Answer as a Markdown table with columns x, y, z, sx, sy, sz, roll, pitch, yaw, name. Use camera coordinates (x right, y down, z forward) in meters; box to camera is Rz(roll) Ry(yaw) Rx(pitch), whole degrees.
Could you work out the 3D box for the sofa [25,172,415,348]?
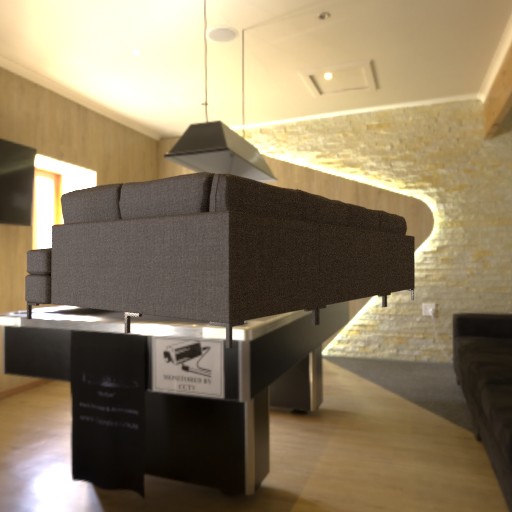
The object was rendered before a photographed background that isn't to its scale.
| x | y | z | sx | sy | sz | roll | pitch | yaw | name |
| --- | --- | --- | --- | --- | --- | --- | --- | --- | --- |
| 0.000 | 0.000 | 4.272 | 2.048 | 0.999 | 3.423 | 0 | 0 | 36 | sofa |
